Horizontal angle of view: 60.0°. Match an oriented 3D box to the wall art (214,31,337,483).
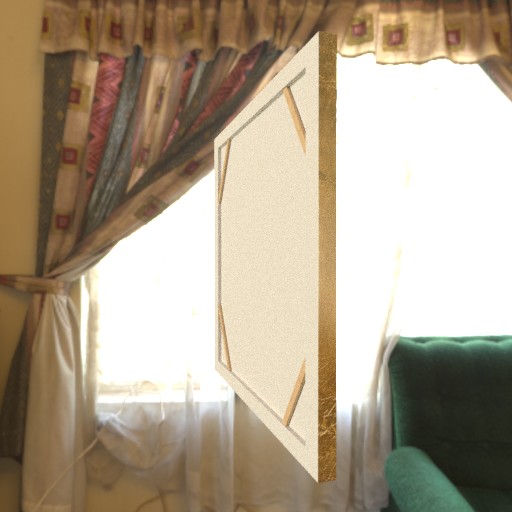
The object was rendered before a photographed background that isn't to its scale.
[{"bbox_3d":[0.000,0.000,1.595,0.051,1.091,1.092,0,1,-19],"label":"wall art"}]
